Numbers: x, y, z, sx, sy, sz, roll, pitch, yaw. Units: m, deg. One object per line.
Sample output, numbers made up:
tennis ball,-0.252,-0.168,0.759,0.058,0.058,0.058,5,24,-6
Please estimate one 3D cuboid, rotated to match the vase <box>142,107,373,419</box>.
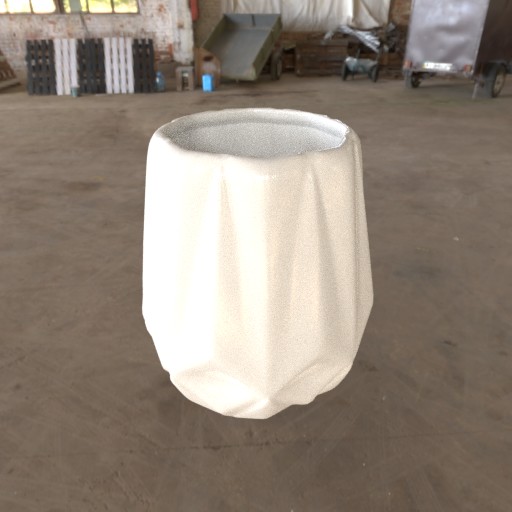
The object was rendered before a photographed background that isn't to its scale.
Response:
vase,0.000,0.000,0.264,0.141,0.152,0.141,0,30,0
